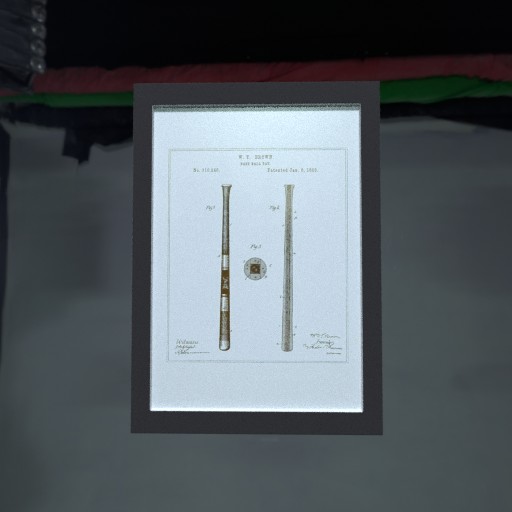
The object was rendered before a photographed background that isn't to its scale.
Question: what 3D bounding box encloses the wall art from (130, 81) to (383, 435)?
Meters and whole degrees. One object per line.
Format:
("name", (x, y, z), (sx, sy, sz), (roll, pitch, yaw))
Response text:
("wall art", (0.000, 0.000, 0.670), (0.374, 0.529, 0.012), (0, -2, 1))
